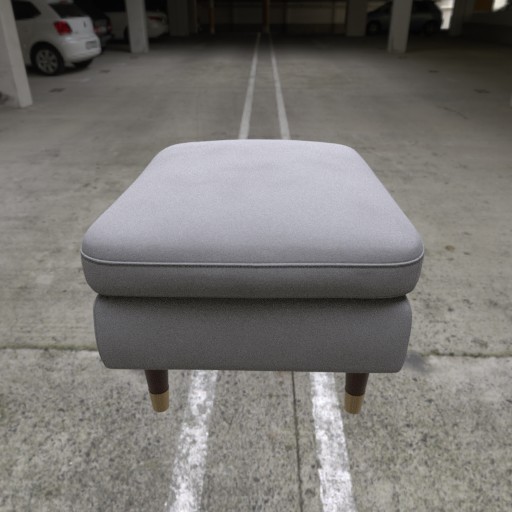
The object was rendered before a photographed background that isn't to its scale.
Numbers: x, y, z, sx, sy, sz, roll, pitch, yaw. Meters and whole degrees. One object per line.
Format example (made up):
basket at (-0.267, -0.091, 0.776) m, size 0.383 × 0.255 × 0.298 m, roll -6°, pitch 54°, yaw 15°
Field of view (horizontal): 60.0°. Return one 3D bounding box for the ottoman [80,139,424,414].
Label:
ottoman at (0.000, 0.000, 1.094) m, size 0.593 × 0.478 × 0.747 m, roll 0°, pitch 26°, yaw 1°
